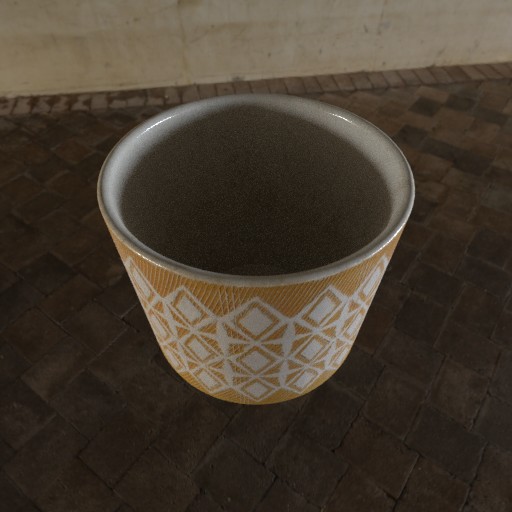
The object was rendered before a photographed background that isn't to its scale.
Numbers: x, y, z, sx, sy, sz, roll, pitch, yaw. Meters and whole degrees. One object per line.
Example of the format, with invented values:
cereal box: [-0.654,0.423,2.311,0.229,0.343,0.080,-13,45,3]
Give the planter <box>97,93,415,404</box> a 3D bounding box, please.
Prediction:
planter: [0.000,0.000,0.336,0.193,0.165,0.193,0,47,0]
